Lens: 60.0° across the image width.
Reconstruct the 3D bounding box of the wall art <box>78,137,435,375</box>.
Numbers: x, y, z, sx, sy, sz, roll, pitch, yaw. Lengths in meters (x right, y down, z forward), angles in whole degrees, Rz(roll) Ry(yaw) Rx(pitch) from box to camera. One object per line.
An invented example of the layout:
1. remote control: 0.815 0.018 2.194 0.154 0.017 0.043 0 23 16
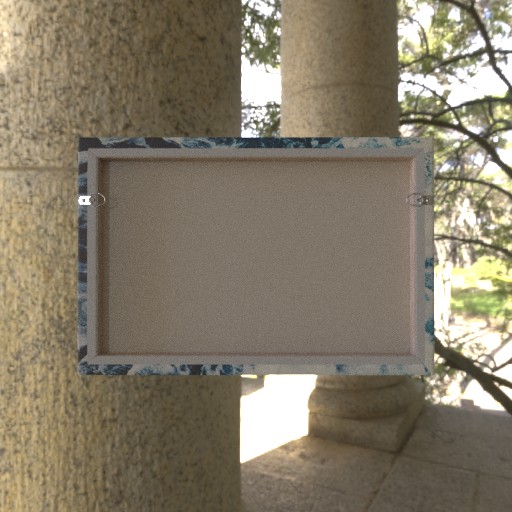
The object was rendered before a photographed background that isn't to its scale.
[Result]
1. wall art: 0.000 0.000 1.153 0.915 0.610 0.042 0 0 0
